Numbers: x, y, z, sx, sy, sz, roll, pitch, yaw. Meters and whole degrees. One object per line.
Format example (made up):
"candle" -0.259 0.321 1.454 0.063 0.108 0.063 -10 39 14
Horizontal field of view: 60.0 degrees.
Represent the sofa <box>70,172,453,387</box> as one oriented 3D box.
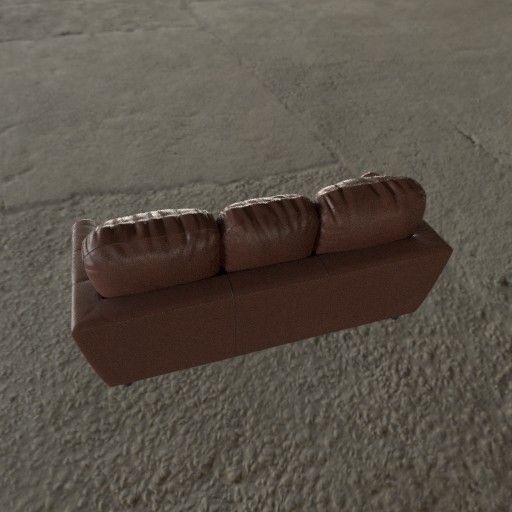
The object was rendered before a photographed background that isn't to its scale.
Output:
"sofa" 0.000 0.000 2.403 1.862 0.915 0.802 -11 42 -13
